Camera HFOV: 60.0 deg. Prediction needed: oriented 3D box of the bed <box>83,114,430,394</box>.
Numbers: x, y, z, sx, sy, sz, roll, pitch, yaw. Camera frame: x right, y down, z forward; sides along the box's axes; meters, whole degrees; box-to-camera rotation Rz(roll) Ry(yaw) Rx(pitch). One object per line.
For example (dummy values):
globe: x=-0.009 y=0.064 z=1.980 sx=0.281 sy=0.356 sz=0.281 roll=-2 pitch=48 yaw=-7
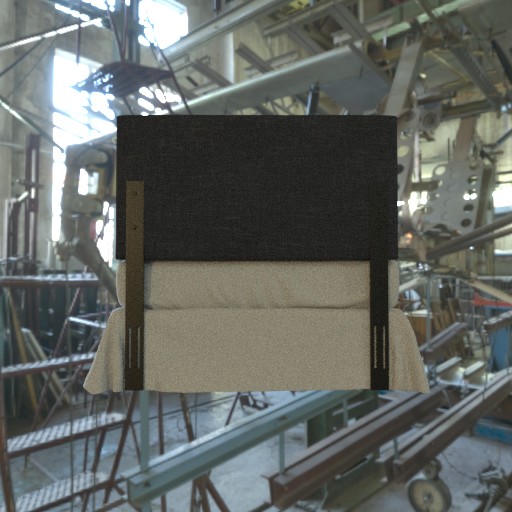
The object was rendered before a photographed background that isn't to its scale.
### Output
bed: x=0.000 y=0.000 z=3.543 sx=1.936 sy=1.577 sz=2.222 roll=0 pitch=-1 yaw=0
